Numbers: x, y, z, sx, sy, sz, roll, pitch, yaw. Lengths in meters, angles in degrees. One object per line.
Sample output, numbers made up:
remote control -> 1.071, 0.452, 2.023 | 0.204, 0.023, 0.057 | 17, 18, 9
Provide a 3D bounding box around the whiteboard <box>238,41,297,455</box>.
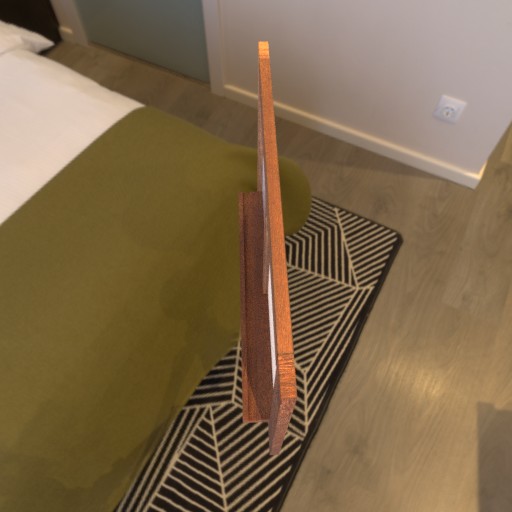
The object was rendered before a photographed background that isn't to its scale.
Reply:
whiteboard -> 0.000, 0.000, 1.028 | 0.083, 0.559, 0.783 | -2, 59, -1
